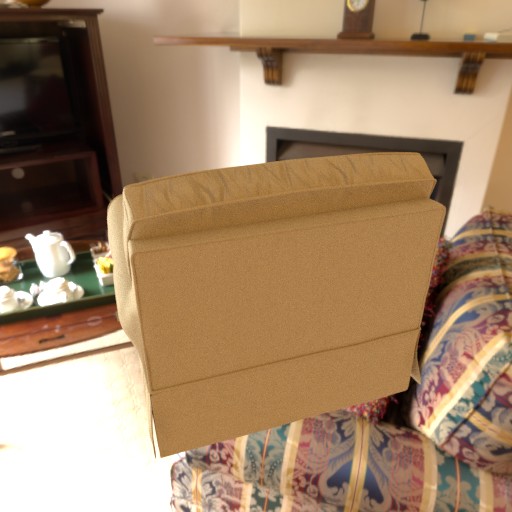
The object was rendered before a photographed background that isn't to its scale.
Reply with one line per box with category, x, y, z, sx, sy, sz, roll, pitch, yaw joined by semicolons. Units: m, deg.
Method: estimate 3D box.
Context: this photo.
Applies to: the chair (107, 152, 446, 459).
chair;0.000;0.000;1.772;1.096;0.937;0.903;-9;29;-17
